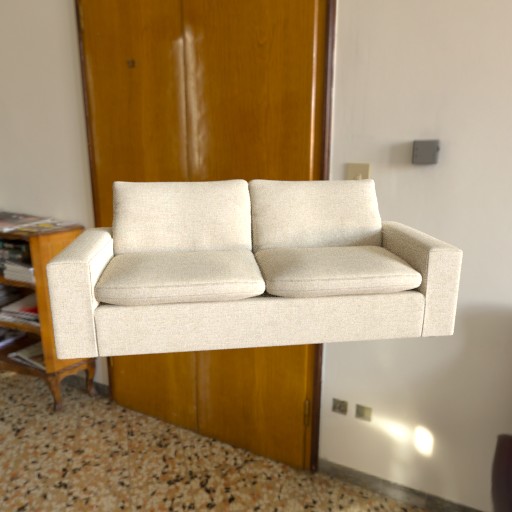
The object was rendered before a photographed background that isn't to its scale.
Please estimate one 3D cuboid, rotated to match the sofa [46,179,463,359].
[{"bbox_3d":[0.000,0.000,2.866,2.299,0.922,1.040,-2,14,-8],"label":"sofa"}]
